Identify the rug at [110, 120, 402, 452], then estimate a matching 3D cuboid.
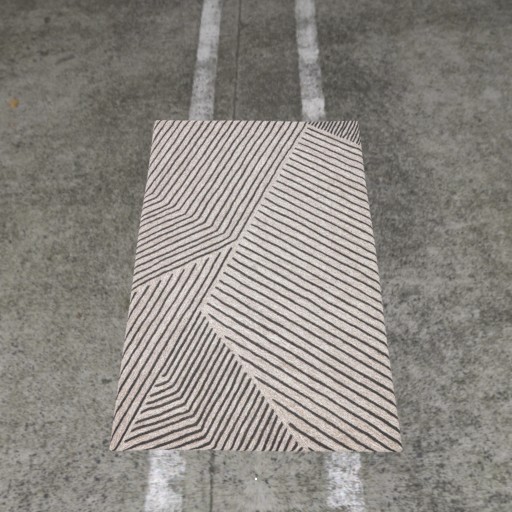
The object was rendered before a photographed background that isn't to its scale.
[{"bbox_3d":[0.000,0.000,2.278,1.237,0.019,1.842,0,63,0],"label":"rug"}]
